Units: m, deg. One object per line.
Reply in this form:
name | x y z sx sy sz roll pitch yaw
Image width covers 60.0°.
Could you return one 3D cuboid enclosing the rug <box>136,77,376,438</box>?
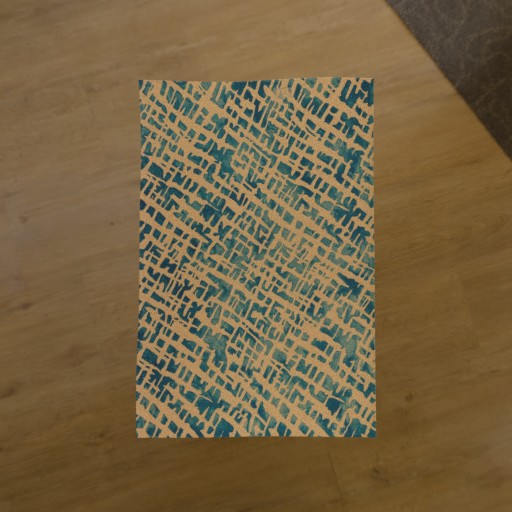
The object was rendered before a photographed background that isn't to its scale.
rug | 0.000 0.000 2.253 1.209 0.011 1.830 0 89 0
